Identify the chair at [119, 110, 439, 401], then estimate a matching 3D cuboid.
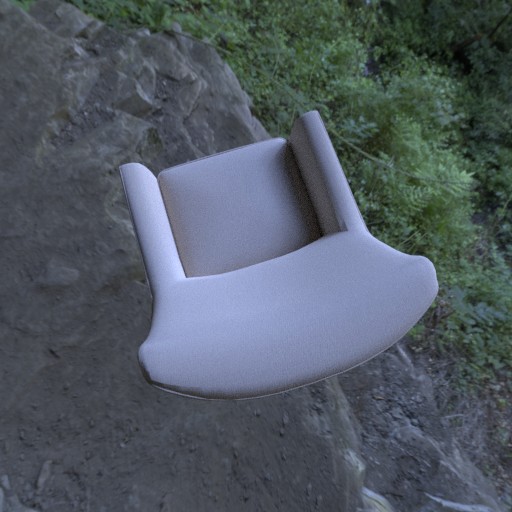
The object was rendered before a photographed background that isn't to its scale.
[{"bbox_3d":[0.000,0.000,1.550,0.756,0.916,0.879,-17,76,-4],"label":"chair"}]
